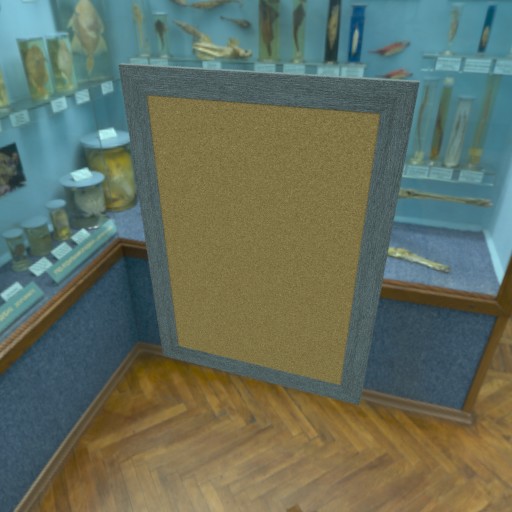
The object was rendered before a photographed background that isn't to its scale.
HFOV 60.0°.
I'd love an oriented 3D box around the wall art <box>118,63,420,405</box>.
[{"bbox_3d":[0.000,0.000,1.375,0.768,1.070,0.020,10,34,15],"label":"wall art"}]
